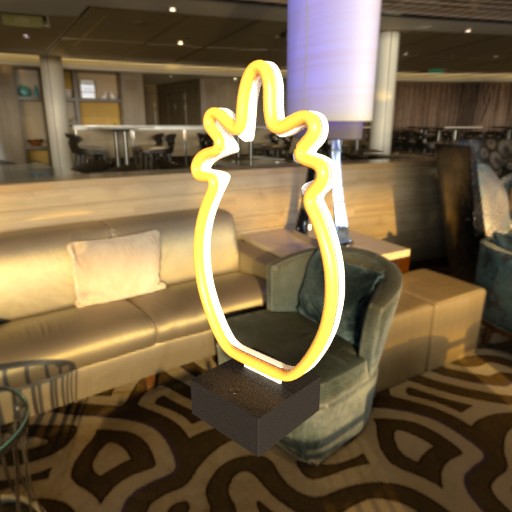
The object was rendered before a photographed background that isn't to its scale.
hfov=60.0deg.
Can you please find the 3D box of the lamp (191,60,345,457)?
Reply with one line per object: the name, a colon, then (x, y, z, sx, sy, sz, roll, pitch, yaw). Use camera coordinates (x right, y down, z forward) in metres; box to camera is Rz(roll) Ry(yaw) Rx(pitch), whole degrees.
lamp: (0.000, 0.000, 0.389, 0.167, 0.317, 0.088, 14, 21, 41)
